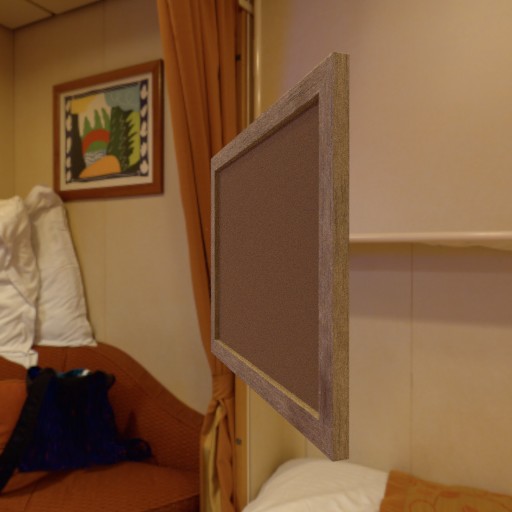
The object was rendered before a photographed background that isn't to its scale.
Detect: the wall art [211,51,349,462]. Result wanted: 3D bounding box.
[{"bbox_3d":[0.000,0.000,0.907,0.026,0.535,0.690,0,0,-19],"label":"wall art"}]
